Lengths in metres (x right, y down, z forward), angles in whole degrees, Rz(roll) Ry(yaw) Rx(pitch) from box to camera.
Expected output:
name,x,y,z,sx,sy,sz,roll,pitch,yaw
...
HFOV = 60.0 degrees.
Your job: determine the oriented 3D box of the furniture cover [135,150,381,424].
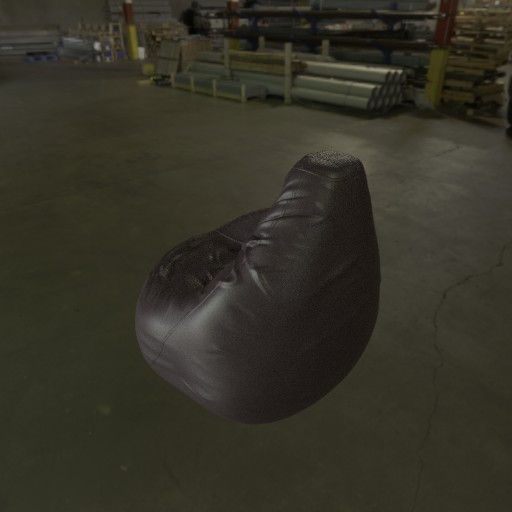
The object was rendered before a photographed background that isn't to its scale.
name,x,y,z,sx,sy,sz,roll,pitch,yaw
furniture cover,0.000,0.000,1.918,1.070,0.990,1.070,20,35,31
